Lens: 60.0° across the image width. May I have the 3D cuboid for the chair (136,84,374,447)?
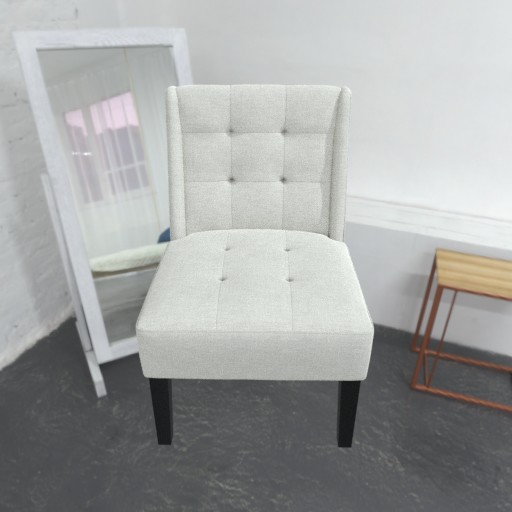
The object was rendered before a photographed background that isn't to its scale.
[{"bbox_3d":[0.000,0.000,1.298,0.569,0.853,0.676,1,31,1],"label":"chair"}]
